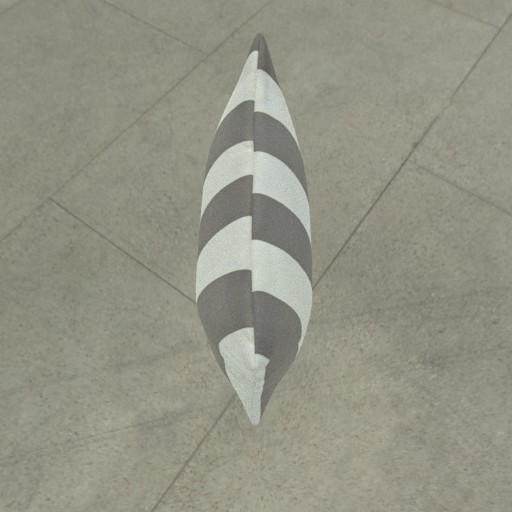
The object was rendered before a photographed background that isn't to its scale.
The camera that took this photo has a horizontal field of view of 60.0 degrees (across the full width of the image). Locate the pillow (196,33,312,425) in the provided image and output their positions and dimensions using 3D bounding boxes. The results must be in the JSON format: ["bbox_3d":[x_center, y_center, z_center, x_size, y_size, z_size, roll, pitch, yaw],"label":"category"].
[{"bbox_3d":[0.000,0.000,0.796,0.192,0.507,0.522,1,63,0],"label":"pillow"}]
